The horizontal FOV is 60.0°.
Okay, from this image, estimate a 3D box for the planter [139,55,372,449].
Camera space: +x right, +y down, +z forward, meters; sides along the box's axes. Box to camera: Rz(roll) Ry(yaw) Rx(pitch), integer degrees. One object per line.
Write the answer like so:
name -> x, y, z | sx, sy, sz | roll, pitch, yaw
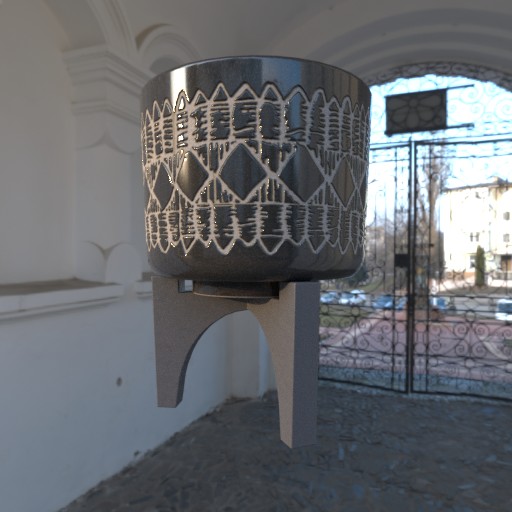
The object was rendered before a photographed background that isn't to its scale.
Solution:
planter -> 0.000, 0.000, 0.386 | 0.196, 0.264, 0.196 | 0, 0, 37
